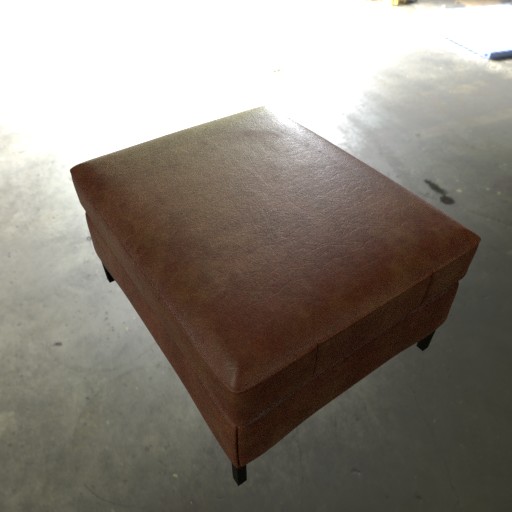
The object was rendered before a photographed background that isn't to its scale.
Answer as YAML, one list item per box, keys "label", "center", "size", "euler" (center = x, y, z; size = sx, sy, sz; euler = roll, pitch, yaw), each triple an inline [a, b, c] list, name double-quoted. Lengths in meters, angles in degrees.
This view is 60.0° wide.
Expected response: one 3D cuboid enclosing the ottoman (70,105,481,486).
- label: "ottoman"
  center: [0.000, 0.000, 1.735]
  size: [0.965, 0.667, 1.186]
  euler: [-26, 49, -25]
